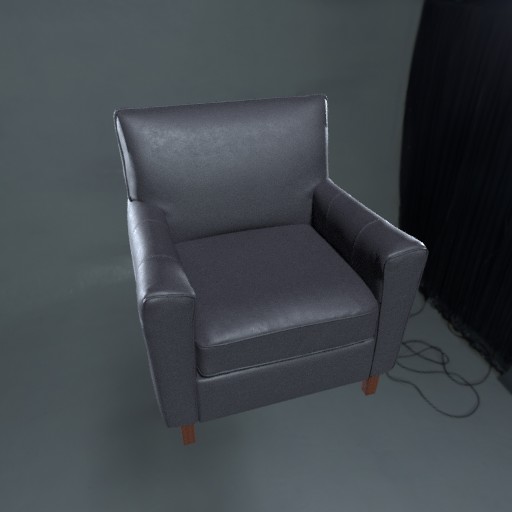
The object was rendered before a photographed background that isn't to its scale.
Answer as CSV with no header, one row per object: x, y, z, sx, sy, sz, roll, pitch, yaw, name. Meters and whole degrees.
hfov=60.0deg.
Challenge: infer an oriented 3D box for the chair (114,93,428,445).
0.000,0.000,1.616,0.870,0.943,0.825,-10,34,-15,chair
